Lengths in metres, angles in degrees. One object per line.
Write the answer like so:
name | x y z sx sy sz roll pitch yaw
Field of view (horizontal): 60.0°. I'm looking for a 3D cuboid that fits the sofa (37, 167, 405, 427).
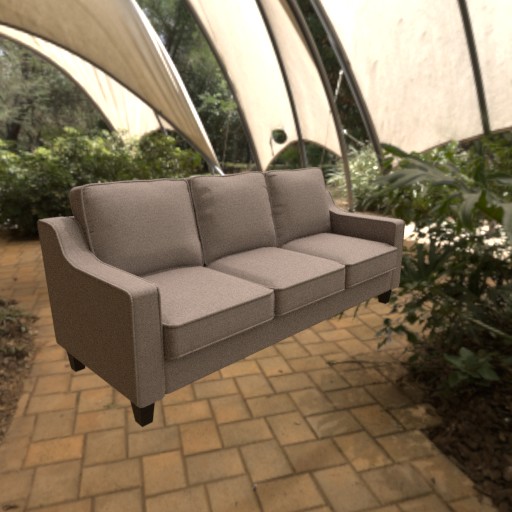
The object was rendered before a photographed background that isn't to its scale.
sofa | 0.000 0.000 2.649 0.899 0.950 2.129 14 20 43
